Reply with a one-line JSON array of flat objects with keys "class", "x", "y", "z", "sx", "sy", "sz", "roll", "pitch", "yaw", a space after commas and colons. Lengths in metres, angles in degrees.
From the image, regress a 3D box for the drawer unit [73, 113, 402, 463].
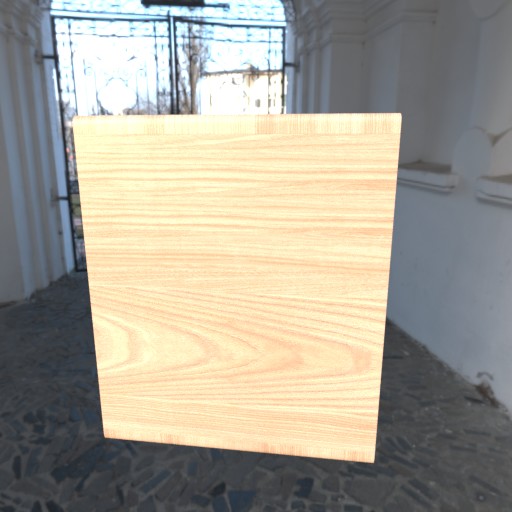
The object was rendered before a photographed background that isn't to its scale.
[{"class": "drawer unit", "x": 0.000, "y": 0.000, "z": 0.592, "sx": 0.290, "sy": 0.344, "sz": 0.344, "roll": 2, "pitch": 15, "yaw": 8}]
